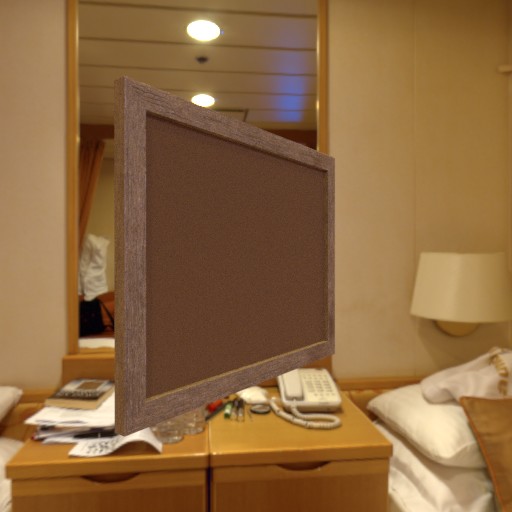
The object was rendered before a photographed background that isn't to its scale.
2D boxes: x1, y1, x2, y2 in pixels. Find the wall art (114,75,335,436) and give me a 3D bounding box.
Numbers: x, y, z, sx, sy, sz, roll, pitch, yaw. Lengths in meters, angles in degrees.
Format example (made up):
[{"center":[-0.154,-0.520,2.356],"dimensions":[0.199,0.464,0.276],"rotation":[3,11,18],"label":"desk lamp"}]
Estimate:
[{"center":[0.000,0.000,0.941],"dimensions":[0.026,0.535,0.690],"rotation":[0,0,37],"label":"wall art"}]
